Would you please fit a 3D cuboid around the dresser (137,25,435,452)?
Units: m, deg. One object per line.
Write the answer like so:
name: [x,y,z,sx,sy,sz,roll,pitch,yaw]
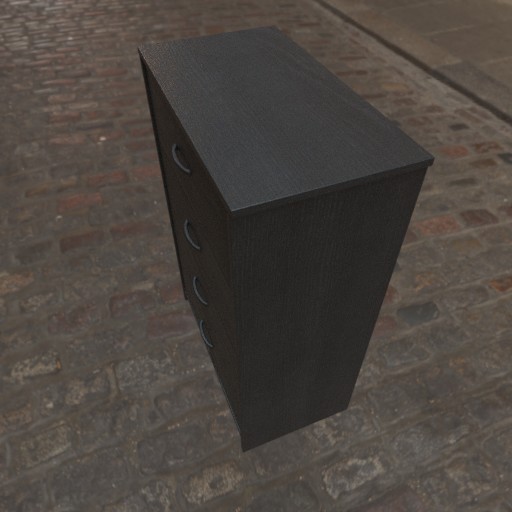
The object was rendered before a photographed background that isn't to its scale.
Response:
dresser: [0.000,0.000,1.322,0.398,1.020,0.700,-16,48,-15]
